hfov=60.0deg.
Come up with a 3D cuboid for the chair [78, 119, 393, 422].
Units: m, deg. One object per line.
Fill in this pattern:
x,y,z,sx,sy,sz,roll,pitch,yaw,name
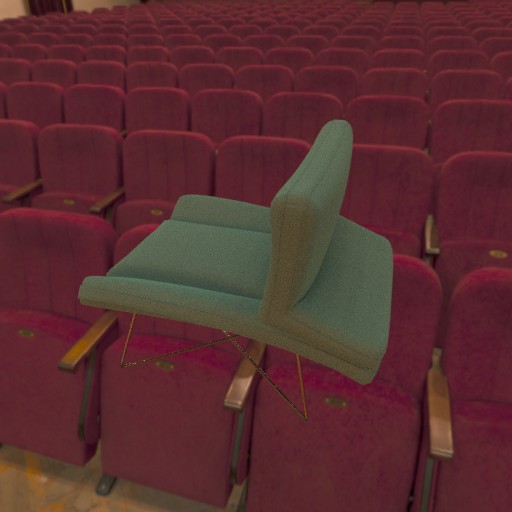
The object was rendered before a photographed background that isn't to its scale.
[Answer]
0.000,0.000,1.660,1.008,0.855,0.859,9,31,14,chair
